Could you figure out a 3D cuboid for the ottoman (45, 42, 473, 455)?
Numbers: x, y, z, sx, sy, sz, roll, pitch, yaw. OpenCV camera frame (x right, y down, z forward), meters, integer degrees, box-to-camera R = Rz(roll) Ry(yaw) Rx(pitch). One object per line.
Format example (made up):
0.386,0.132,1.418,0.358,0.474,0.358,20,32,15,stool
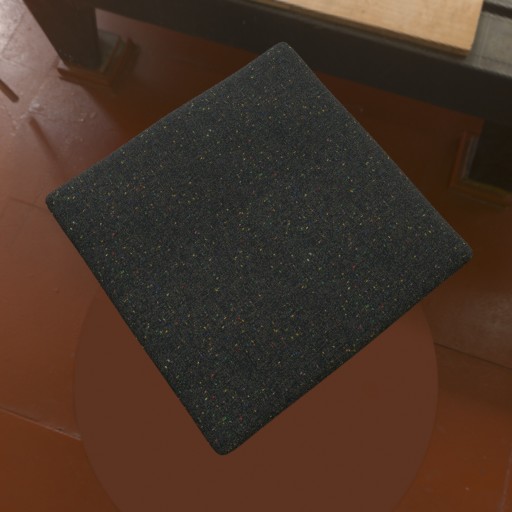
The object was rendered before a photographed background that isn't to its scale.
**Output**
0.000,0.000,0.892,0.508,0.432,0.508,-36,79,-8,ottoman
